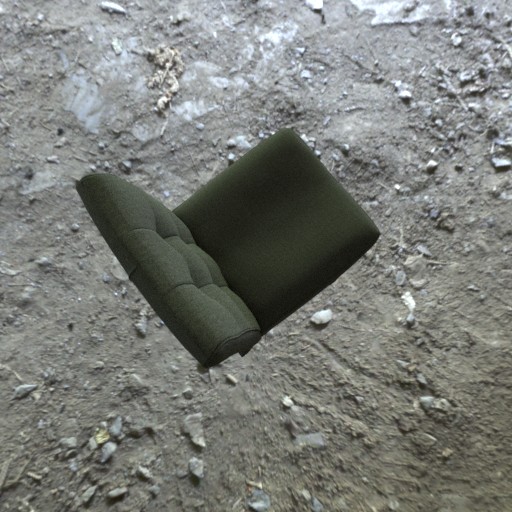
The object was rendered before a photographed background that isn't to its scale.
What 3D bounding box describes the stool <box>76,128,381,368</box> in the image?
[{"bbox_3d":[0.000,0.000,1.280,0.548,1.047,0.411,-36,79,-8],"label":"stool"}]
